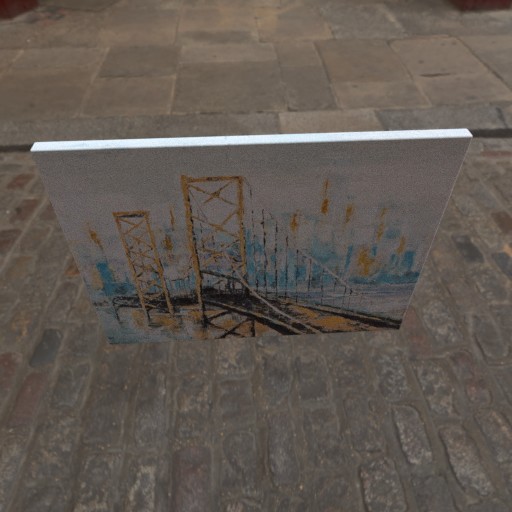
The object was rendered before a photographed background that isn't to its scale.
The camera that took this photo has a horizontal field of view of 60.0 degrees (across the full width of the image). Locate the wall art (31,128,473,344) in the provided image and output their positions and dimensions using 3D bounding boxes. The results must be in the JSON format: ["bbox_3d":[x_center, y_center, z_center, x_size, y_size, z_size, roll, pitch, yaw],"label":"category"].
[{"bbox_3d":[0.000,0.000,1.293,1.016,0.762,0.038,-3,45,-3],"label":"wall art"}]
